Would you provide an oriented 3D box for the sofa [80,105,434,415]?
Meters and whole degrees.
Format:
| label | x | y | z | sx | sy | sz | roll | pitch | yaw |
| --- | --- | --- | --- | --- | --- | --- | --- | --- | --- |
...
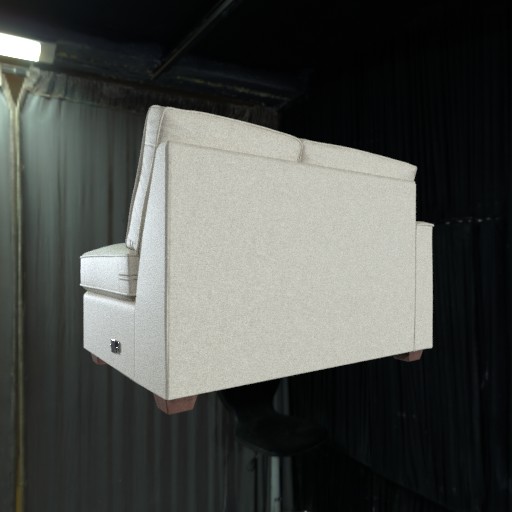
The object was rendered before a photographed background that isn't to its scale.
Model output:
| label | x | y | z | sx | sy | sz | roll | pitch | yaw |
| --- | --- | --- | --- | --- | --- | --- | --- | --- | --- |
| sofa | 0.000 | 0.000 | 2.088 | 1.388 | 0.989 | 0.991 | 0 | 0 | -36 |
